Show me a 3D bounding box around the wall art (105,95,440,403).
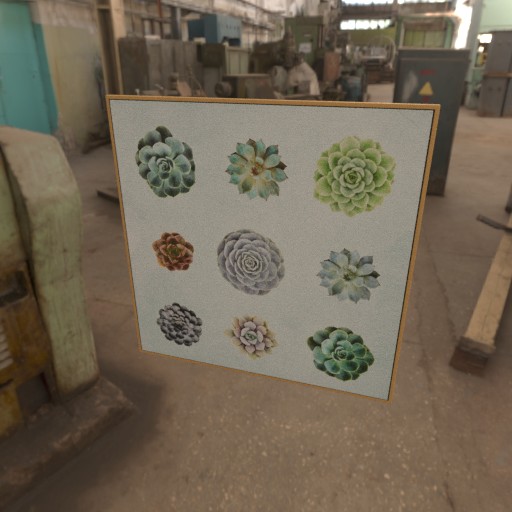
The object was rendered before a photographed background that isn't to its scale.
[{"bbox_3d":[0.000,0.000,0.980,0.657,0.655,0.014,7,26,16],"label":"wall art"}]
